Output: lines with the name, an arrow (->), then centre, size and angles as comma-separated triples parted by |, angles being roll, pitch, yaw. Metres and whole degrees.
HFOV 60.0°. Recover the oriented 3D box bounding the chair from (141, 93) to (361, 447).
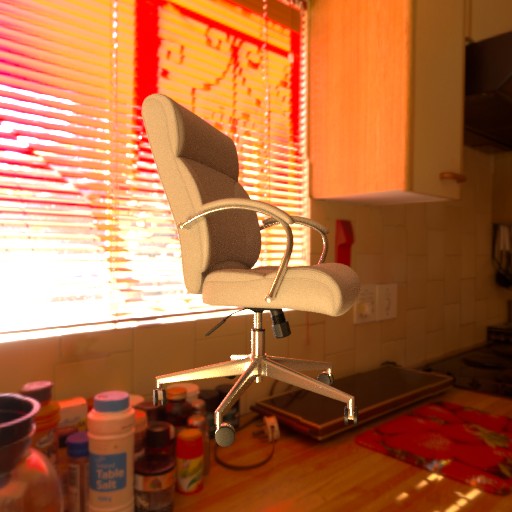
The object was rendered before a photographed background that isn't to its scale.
chair -> 0.000, 0.000, 1.618 | 0.745, 1.099, 0.727 | 0, 0, 19
